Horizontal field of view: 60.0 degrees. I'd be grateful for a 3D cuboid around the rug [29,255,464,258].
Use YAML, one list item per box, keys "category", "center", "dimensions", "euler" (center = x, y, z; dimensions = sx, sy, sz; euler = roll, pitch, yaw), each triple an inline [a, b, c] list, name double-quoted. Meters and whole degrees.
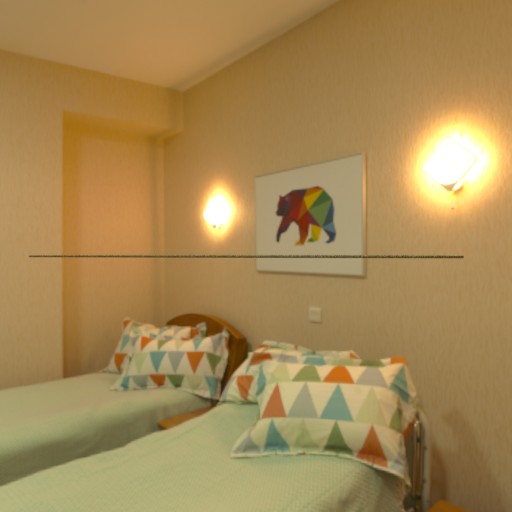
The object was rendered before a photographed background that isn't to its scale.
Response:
- category: "rug"
  center: [0.000, 0.000, 3.078]
  dimensions: [2.448, 0.012, 1.540]
  euler: [0, 0, 18]
